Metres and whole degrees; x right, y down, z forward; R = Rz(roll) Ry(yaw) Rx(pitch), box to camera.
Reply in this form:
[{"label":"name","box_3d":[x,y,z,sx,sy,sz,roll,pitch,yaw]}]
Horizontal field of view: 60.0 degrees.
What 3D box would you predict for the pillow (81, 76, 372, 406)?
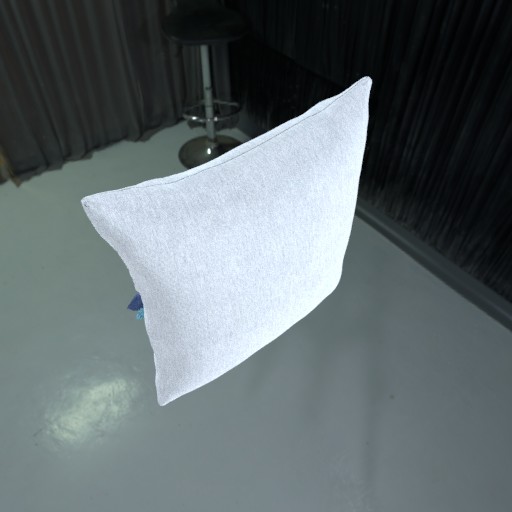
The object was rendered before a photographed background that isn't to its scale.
[{"label":"pillow","box_3d":[0.000,0.000,0.687,0.433,0.436,0.173,-31,54,-26]}]
